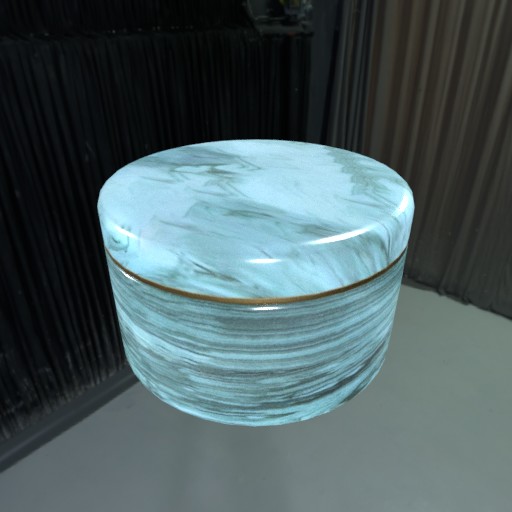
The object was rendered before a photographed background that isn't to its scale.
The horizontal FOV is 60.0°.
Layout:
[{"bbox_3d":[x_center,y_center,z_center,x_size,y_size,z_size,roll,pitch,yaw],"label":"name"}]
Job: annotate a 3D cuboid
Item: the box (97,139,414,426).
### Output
[{"bbox_3d":[0.000,0.000,0.161,0.101,0.063,0.101,0,29,0],"label":"box"}]
